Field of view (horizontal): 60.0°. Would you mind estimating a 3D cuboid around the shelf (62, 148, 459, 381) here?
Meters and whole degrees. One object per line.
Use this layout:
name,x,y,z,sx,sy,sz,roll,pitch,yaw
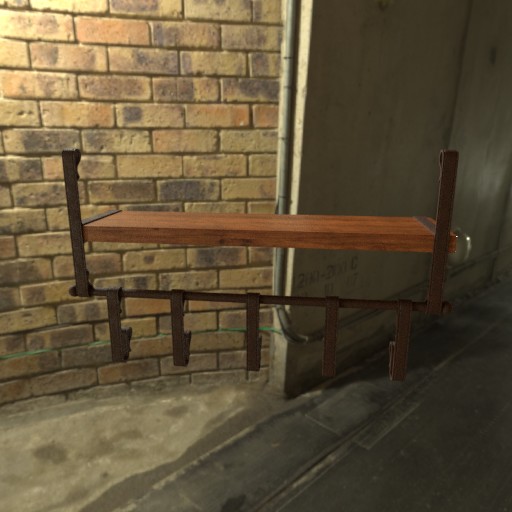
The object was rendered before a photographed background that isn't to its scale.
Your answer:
shelf,0.000,0.000,0.698,0.567,0.330,0.146,2,15,7
